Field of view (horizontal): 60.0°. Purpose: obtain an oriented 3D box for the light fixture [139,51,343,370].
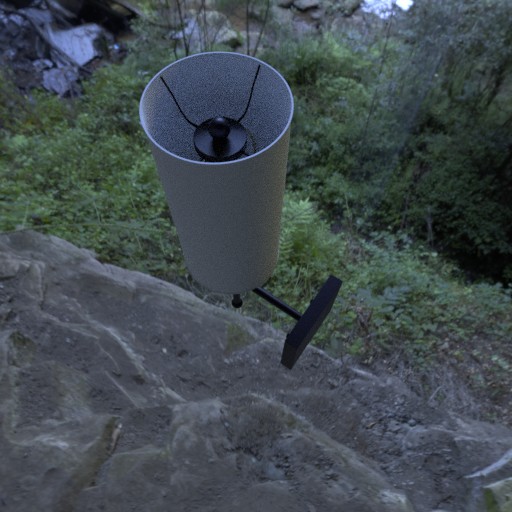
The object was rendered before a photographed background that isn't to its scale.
[{"bbox_3d":[0.000,0.000,0.563,0.208,0.462,0.128,32,67,15],"label":"light fixture"}]
